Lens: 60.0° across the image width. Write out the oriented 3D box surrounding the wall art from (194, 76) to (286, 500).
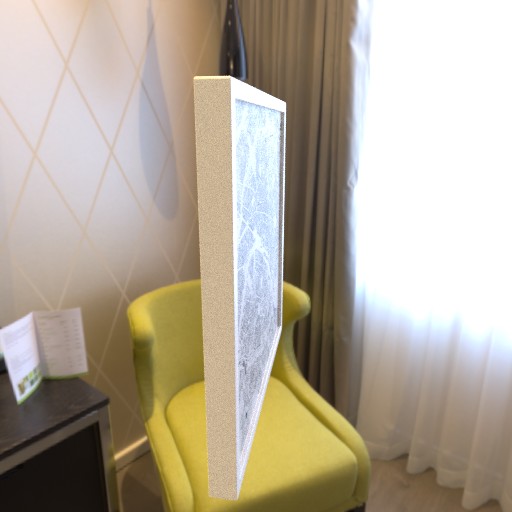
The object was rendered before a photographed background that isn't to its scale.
[{"bbox_3d":[0.000,0.000,0.739,0.038,0.508,0.508,3,17,9],"label":"wall art"}]
